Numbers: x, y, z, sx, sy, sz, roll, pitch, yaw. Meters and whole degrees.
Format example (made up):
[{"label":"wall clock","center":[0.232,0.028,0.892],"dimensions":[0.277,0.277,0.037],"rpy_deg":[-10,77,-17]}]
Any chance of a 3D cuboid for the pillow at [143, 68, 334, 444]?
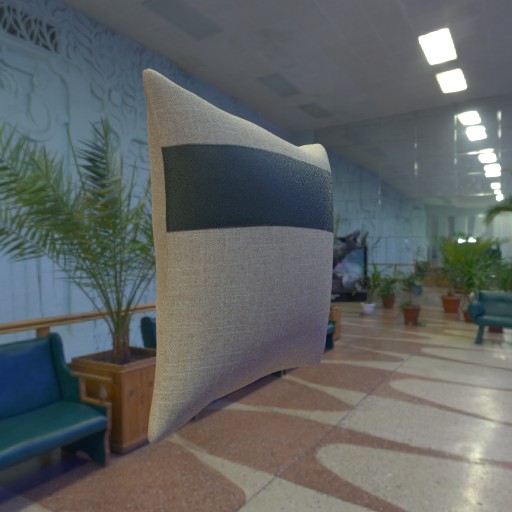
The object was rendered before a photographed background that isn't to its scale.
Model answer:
[{"label":"pillow","center":[0.000,0.000,0.636],"dimensions":[0.173,0.399,0.414],"rpy_deg":[0,1,34]}]
